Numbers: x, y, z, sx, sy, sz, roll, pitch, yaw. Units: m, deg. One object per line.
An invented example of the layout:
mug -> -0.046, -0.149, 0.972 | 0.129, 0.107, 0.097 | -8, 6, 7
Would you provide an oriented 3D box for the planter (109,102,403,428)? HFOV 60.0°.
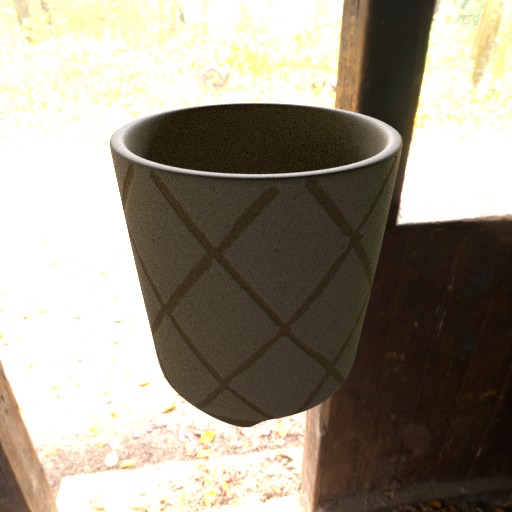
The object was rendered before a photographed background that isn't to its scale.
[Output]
planter -> 0.000, 0.000, 0.415 | 0.228, 0.235, 0.228 | 0, 30, 0
